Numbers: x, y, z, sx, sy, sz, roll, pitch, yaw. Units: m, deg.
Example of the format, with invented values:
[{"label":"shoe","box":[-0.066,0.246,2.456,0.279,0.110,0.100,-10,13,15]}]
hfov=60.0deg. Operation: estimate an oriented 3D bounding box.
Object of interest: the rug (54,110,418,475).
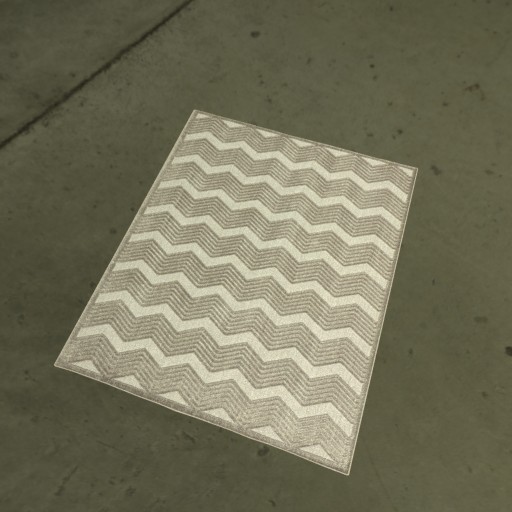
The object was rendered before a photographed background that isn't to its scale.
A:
[{"label":"rug","box":[0.000,0.000,3.944,2.391,0.005,2.880,17,65,8]}]
